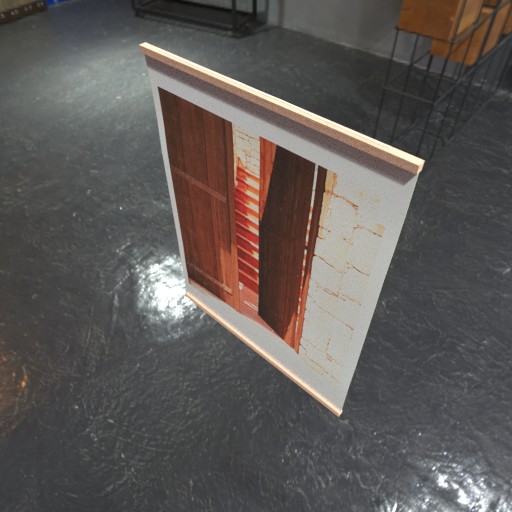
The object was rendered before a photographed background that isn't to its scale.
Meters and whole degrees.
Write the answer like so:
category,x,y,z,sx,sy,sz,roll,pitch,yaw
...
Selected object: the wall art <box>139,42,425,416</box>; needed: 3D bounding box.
category,x,y,z,sx,sy,sz,roll,pitch,yaw
wall art,0.000,0.000,1.290,0.758,1.013,0.020,33,55,27
